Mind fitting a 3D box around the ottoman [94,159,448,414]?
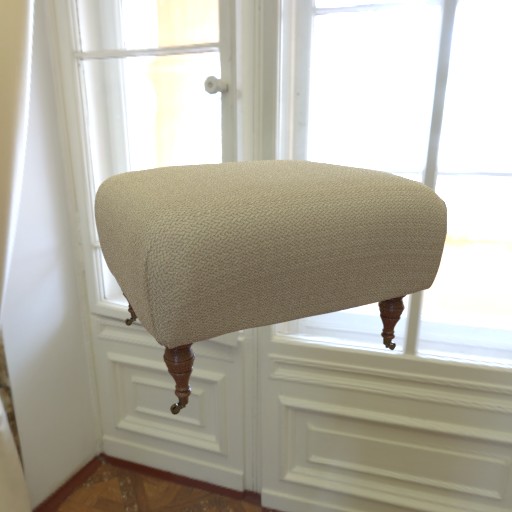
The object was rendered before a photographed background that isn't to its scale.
[{"bbox_3d":[0.000,0.000,1.093,0.684,0.447,0.622,-8,19,-26],"label":"ottoman"}]
